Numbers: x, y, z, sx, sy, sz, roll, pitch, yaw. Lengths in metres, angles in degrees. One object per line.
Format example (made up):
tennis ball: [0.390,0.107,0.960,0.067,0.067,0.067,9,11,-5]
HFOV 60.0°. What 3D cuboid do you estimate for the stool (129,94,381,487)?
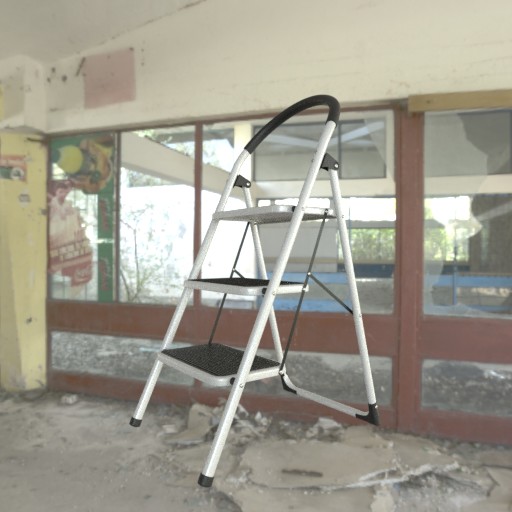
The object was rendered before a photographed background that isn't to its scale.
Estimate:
stool: [0.000,0.000,1.437,0.676,1.109,0.485,0,1,-36]
